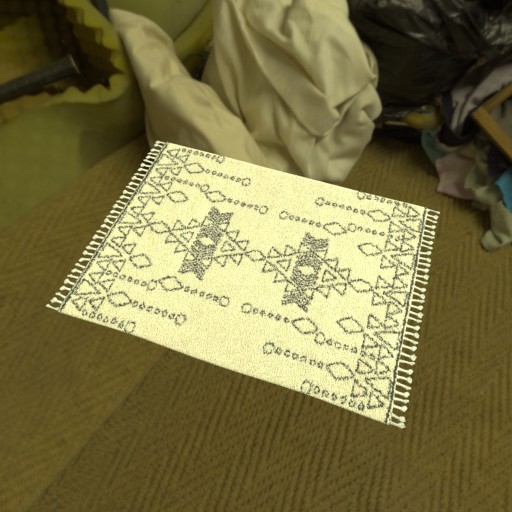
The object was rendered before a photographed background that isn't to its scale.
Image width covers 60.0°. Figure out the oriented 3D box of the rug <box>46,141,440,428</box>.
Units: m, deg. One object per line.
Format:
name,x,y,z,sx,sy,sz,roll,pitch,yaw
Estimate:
rug,0.000,0.000,4.005,3.027,0.028,2.125,16,59,10
